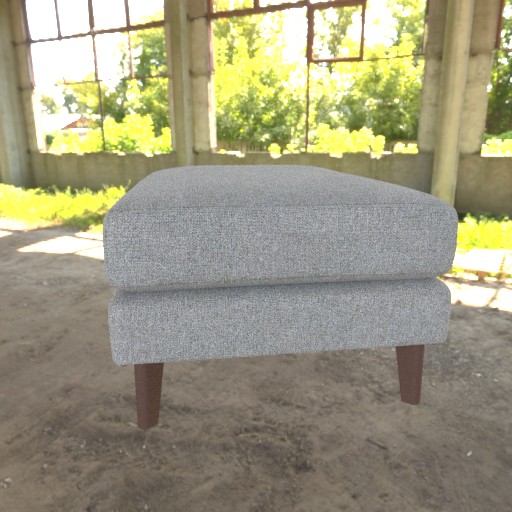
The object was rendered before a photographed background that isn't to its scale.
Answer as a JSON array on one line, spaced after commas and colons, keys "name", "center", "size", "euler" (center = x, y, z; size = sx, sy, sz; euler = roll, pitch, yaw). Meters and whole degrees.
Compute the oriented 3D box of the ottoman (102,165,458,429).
[{"name": "ottoman", "center": [0.000, 0.000, 1.146], "size": [0.611, 0.441, 0.821], "euler": [-2, 15, -8]}]
